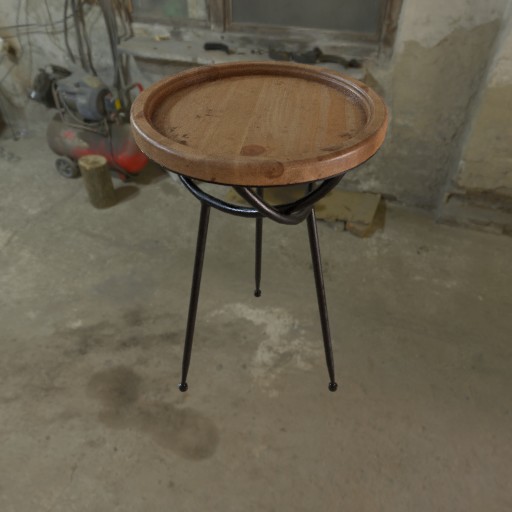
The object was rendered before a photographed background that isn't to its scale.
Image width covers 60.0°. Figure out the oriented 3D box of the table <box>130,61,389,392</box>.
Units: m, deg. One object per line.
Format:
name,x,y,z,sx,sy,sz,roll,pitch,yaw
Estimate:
table,0.000,0.000,0.933,0.418,0.664,0.414,-11,42,-13
